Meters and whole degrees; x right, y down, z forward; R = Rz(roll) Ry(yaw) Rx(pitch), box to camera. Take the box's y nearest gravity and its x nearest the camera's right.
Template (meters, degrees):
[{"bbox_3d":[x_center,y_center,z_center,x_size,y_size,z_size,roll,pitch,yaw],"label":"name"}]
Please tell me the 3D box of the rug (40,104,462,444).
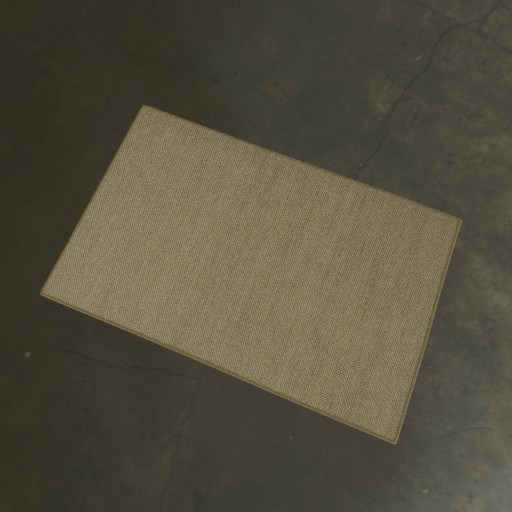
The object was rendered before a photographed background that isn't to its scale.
[{"bbox_3d":[0.000,0.000,2.032,1.667,0.013,1.062,21,75,6],"label":"rug"}]
